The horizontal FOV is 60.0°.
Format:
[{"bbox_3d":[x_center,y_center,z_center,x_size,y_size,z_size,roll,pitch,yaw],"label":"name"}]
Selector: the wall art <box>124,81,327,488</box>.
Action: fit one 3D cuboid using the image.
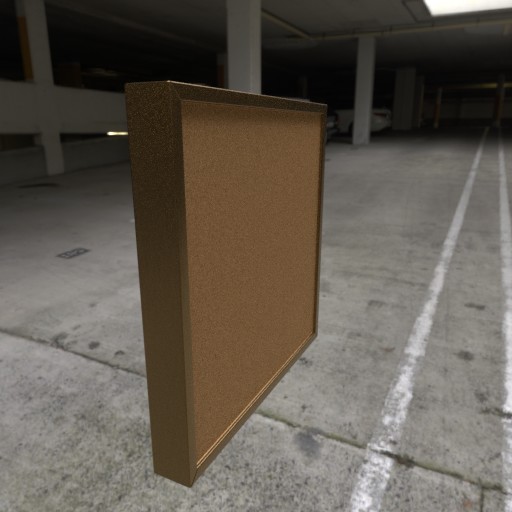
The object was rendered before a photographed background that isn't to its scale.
[{"bbox_3d":[0.000,0.000,0.451,0.037,0.305,0.305,8,18,26],"label":"wall art"}]
